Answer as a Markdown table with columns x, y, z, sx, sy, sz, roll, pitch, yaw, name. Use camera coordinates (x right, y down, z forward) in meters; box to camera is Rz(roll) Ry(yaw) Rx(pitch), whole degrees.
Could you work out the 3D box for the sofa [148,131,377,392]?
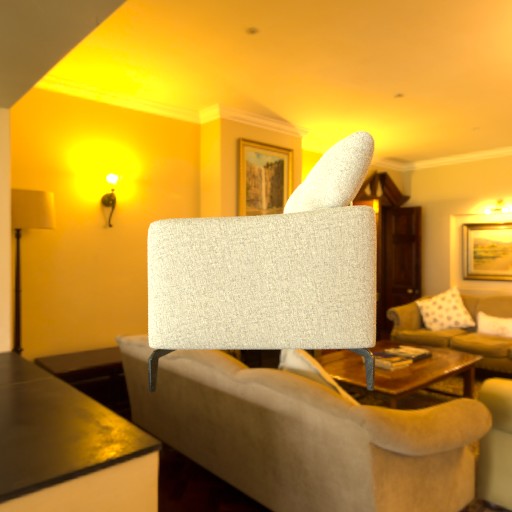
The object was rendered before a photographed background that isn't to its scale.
| x | y | z | sx | sy | sz | roll | pitch | yaw | name |
| --- | --- | --- | --- | --- | --- | --- | --- | --- | --- |
| 0.000 | 0.000 | 2.504 | 0.856 | 0.956 | 2.015 | 0 | 0 | -1 | sofa |
